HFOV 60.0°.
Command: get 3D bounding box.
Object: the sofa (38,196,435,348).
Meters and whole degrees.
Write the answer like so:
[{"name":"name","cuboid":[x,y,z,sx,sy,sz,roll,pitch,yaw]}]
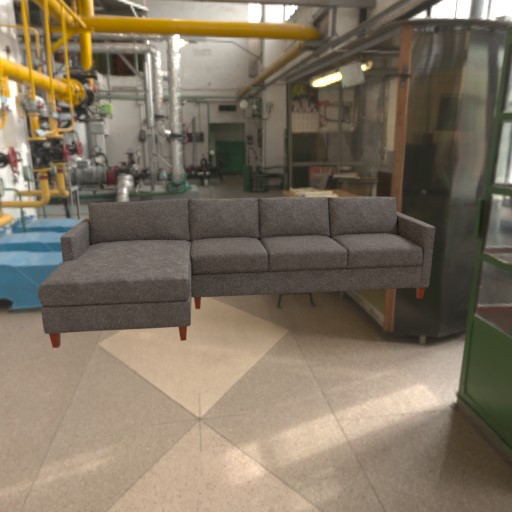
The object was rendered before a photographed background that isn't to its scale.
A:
[{"name":"sofa","cuboid":[0.000,0.000,4.232,3.471,0.954,1.606,-2,15,-7]}]
